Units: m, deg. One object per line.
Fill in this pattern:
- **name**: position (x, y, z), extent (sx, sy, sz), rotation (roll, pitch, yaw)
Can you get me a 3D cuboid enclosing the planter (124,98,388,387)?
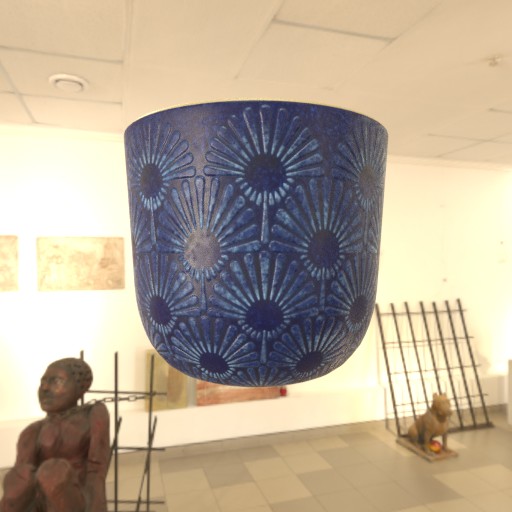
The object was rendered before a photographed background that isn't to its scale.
- **planter**: position (0.000, 0.000, 0.297), extent (0.170, 0.153, 0.170), rotation (0, 0, 0)
